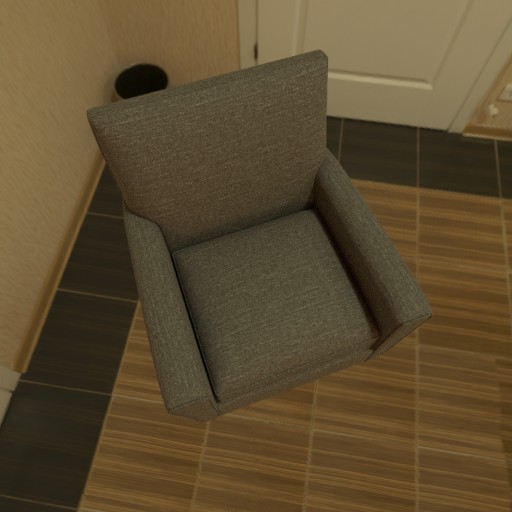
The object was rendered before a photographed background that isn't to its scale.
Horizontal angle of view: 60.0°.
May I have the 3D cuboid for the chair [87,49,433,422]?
[{"bbox_3d":[0.000,0.000,1.582,0.838,0.885,0.875,-18,66,-8],"label":"chair"}]
